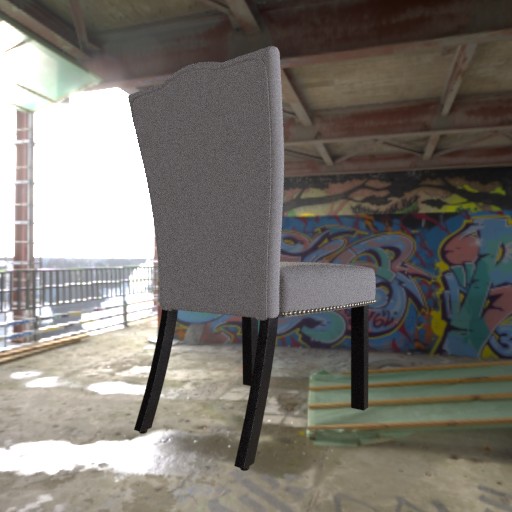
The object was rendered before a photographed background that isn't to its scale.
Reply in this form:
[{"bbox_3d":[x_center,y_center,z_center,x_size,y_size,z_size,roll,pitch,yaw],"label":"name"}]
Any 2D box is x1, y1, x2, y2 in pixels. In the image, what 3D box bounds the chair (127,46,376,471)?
[{"bbox_3d":[0.000,0.000,1.306,0.518,0.946,0.589,0,0,37],"label":"chair"}]
